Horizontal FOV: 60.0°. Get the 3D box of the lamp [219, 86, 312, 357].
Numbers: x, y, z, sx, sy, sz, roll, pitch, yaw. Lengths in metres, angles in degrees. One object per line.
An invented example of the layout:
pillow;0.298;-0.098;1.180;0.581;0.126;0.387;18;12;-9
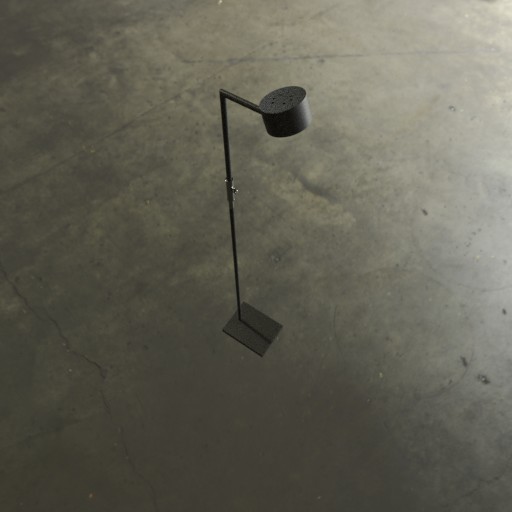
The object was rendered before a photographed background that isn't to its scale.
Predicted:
lamp;0.000;0.000;1.732;0.304;1.600;0.203;30;63;17
